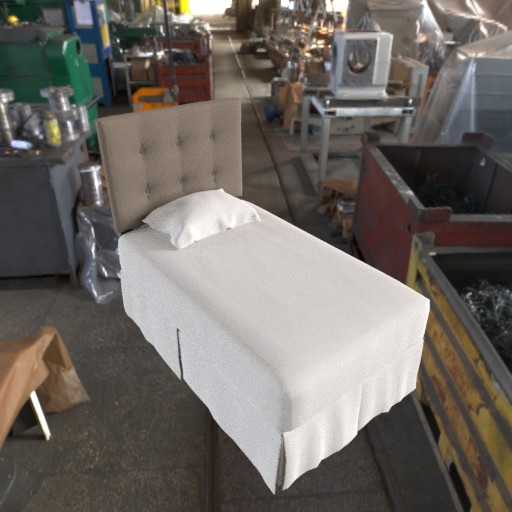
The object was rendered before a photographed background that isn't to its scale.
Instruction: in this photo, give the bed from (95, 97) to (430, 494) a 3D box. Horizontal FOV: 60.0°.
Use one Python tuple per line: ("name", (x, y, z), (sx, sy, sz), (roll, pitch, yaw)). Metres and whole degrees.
("bed", (0.000, 0.000, 2.905), (1.261, 1.571, 1.997), (-22, 37, -32))
